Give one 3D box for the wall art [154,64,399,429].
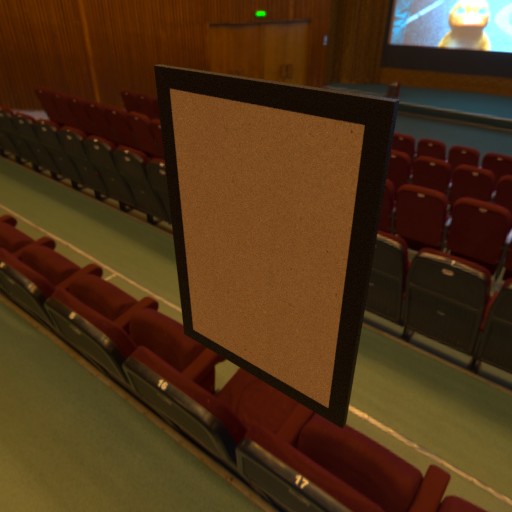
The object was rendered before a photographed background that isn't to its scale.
[{"bbox_3d":[0.000,0.000,0.710,0.381,0.534,0.013,23,38,32],"label":"wall art"}]
